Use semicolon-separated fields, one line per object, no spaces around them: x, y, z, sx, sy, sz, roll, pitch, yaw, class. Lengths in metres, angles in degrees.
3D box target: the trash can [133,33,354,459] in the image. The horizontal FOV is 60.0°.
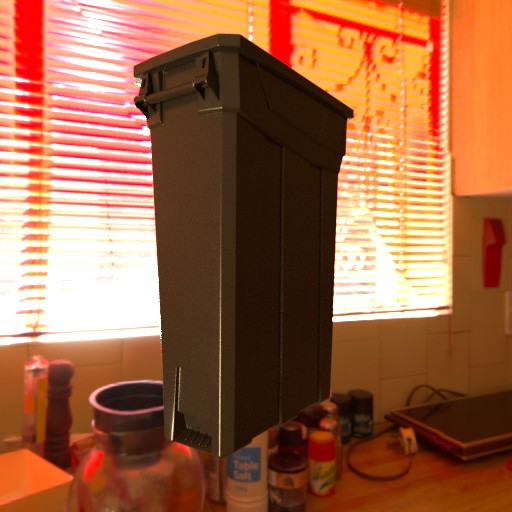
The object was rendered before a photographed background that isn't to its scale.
0.000;0.000;1.038;0.281;0.762;0.559;0;0;36;trash can
